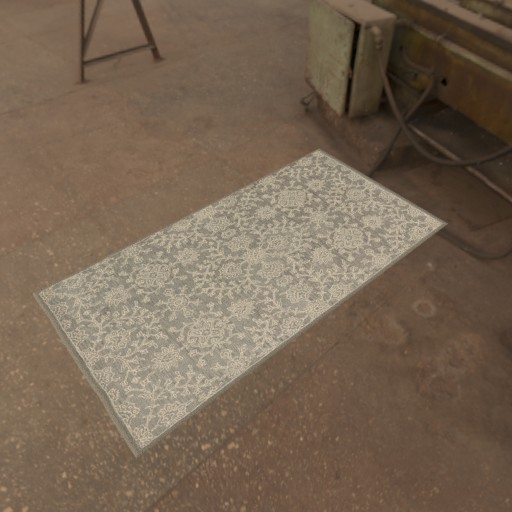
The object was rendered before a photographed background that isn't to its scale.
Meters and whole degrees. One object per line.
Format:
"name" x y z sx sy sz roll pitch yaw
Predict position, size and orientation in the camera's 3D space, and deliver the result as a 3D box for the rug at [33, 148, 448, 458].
"rug" 0.000 0.000 3.569 3.048 0.011 1.546 -31 54 -27
